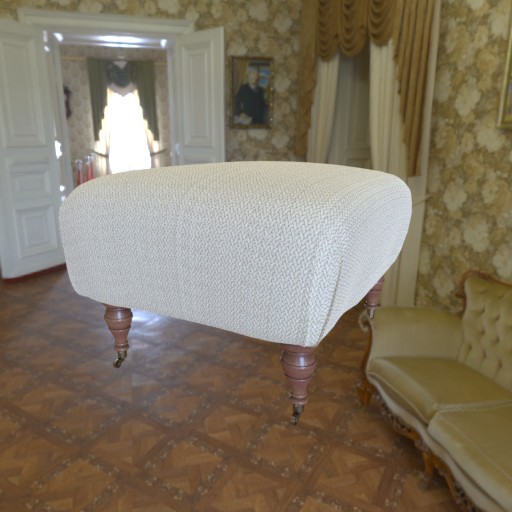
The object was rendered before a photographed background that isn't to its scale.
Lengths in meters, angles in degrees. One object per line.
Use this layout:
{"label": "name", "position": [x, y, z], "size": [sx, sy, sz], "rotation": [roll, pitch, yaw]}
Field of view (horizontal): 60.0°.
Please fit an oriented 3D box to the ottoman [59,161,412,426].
{"label": "ottoman", "position": [0.000, 0.000, 1.078], "size": [0.622, 0.447, 0.684], "rotation": [8, 17, 27]}
